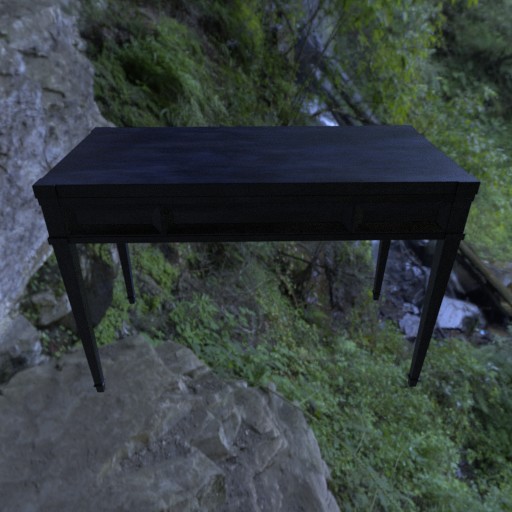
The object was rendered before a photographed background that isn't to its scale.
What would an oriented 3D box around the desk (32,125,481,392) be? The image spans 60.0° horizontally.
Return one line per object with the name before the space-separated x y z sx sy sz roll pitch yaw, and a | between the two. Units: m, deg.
desk | 0.000 0.000 1.761 1.289 0.861 0.630 -1 31 -1
